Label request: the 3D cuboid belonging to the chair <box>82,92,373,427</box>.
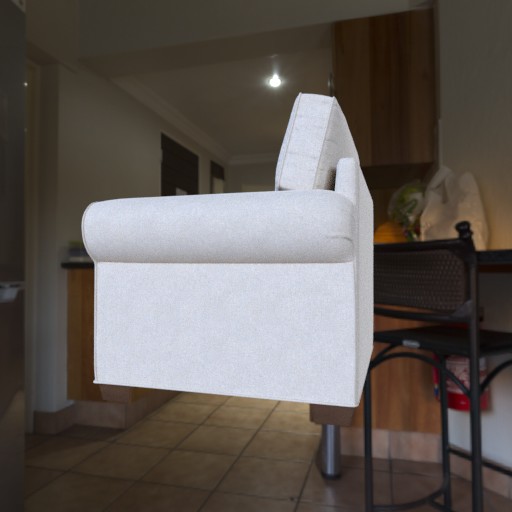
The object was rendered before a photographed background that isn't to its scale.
[{"bbox_3d":[0.000,0.000,1.753,0.863,0.955,1.040,0,-1,17],"label":"chair"}]
